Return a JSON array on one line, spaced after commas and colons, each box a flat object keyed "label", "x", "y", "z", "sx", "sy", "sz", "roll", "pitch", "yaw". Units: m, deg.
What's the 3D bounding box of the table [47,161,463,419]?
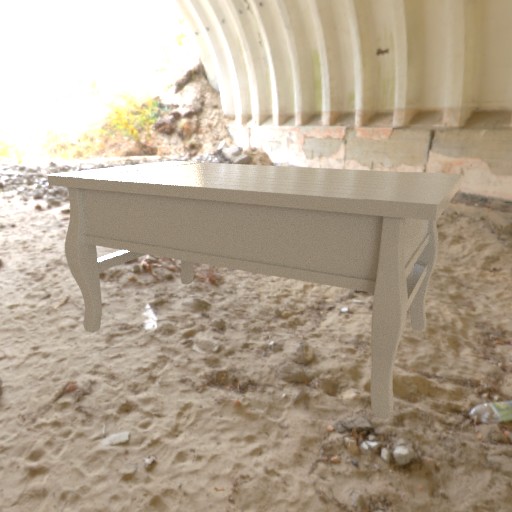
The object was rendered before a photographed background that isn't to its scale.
[{"label": "table", "x": 0.000, "y": 0.000, "z": 1.361, "sx": 1.062, "sy": 0.495, "sz": 0.600, "roll": 9, "pitch": 19, "yaw": 27}]
